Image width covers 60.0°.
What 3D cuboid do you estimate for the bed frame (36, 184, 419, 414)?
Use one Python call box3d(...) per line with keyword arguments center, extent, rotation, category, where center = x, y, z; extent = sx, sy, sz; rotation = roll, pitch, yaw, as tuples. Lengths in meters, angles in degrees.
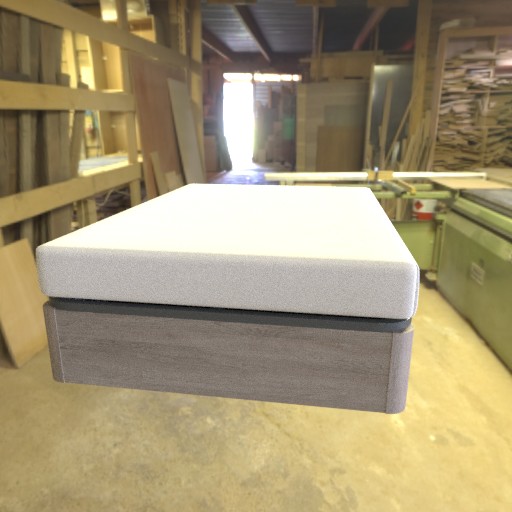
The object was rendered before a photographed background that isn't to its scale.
box3d(center=(0.000, 0.000, 2.490), extent=(1.400, 0.561, 1.900), rotation=(3, 17, 9), category="bed frame")
